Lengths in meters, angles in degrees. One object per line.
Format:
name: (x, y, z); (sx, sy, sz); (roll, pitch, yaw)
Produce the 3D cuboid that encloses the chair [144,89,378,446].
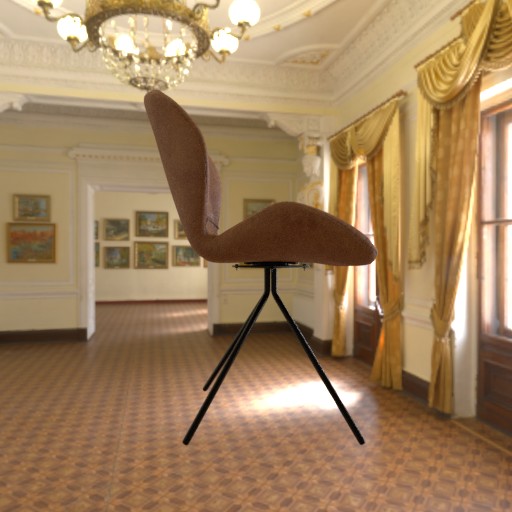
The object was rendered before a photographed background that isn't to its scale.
chair: (0.000, 0.000, 1.304); (0.640, 0.929, 0.527); (0, 0, 0)
